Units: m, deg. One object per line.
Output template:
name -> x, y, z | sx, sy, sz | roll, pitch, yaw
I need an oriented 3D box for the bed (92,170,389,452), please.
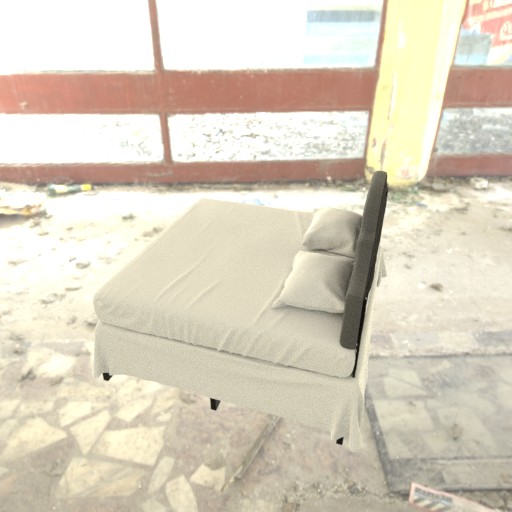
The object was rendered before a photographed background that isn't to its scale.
bed -> 0.000, 0.000, 3.811 | 2.222, 1.631, 2.303 | 9, 32, 16
